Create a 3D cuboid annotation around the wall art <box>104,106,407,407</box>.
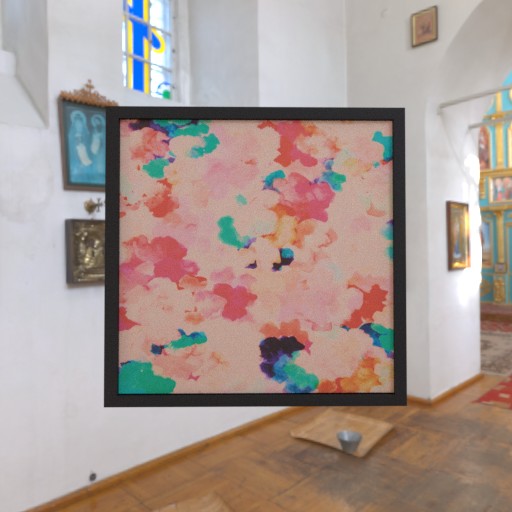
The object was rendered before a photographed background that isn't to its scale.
[{"bbox_3d":[0.000,0.000,0.762,0.506,0.503,0.036,0,-1,-1],"label":"wall art"}]
